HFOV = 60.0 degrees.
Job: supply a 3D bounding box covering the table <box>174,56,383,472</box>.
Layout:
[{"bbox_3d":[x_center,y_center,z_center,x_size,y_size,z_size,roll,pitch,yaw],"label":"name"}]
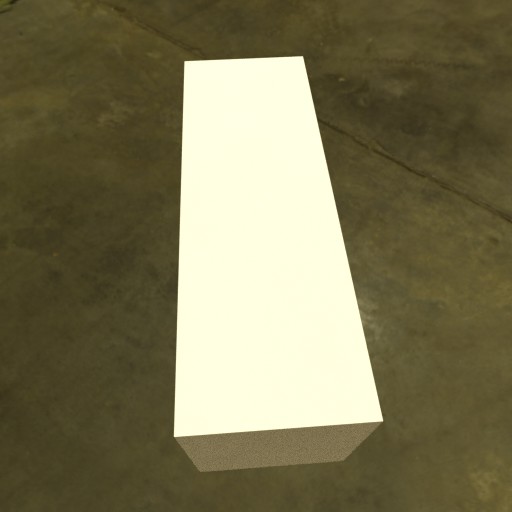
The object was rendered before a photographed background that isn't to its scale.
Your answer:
[{"bbox_3d":[0.000,0.000,1.792,0.508,0.769,1.500,-3,57,-2],"label":"table"}]
